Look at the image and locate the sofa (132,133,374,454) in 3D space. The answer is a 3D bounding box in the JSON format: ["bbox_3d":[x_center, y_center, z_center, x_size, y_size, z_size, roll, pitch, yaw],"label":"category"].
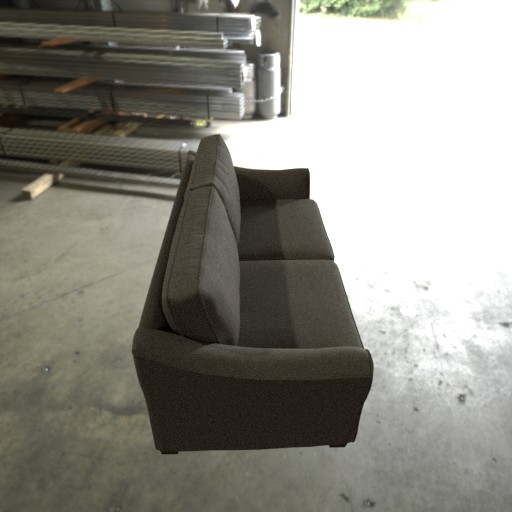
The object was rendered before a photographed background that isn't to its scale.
[{"bbox_3d":[0.000,0.000,2.737,1.013,0.976,2.203,-1,33,-1],"label":"sofa"}]
